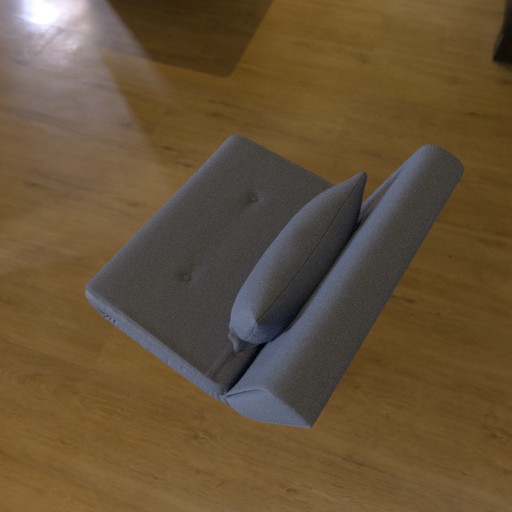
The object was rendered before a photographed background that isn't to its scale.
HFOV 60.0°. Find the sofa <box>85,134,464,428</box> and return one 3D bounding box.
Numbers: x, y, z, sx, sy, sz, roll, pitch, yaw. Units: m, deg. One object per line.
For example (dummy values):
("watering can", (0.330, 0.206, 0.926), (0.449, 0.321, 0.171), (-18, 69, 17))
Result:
("sofa", (0.000, 0.000, 1.725), (0.996, 0.860, 0.999), (31, 66, 16))
